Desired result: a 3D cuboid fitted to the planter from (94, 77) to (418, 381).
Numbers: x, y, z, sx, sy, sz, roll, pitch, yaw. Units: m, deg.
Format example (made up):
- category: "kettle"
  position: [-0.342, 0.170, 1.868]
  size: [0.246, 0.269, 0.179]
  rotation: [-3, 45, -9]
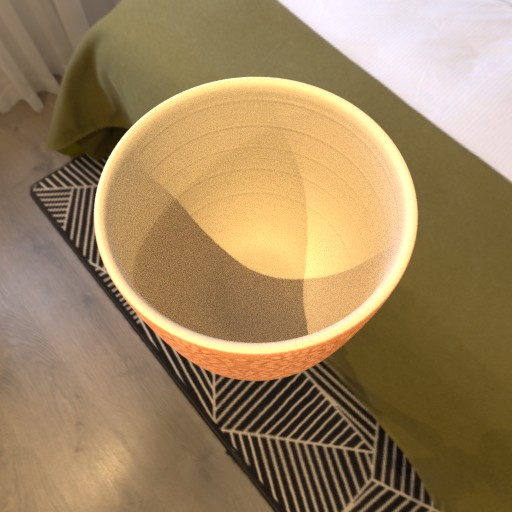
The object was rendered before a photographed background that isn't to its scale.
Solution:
- category: "planter"
  position: [0.000, 0.000, 0.371]
  size: [0.208, 0.190, 0.208]
  rotation: [0, 65, 0]
